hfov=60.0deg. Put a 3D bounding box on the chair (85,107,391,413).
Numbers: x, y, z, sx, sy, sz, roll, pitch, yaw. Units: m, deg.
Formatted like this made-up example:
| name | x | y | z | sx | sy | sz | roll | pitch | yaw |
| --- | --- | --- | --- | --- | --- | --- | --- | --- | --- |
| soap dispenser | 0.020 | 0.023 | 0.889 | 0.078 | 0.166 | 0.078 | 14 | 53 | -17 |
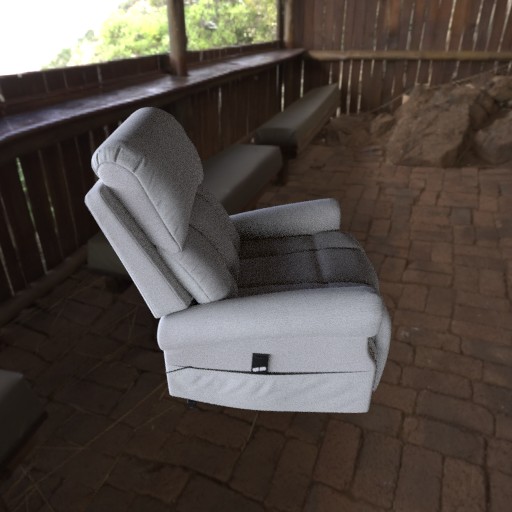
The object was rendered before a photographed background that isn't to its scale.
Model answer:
| name | x | y | z | sx | sy | sz | roll | pitch | yaw |
| --- | --- | --- | --- | --- | --- | --- | --- | --- | --- |
| chair | 0.000 | 0.000 | 1.725 | 0.979 | 1.031 | 0.871 | 0 | 30 | -1 |
